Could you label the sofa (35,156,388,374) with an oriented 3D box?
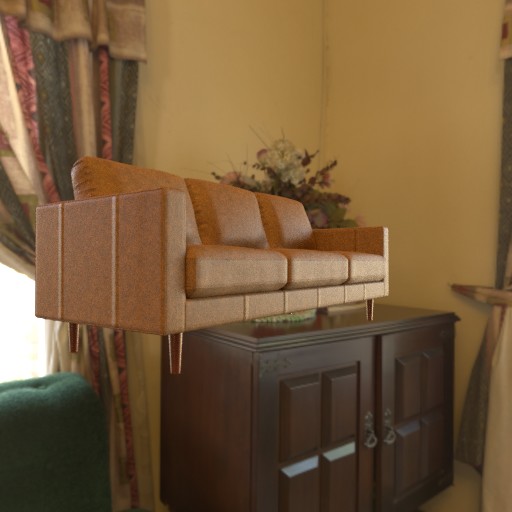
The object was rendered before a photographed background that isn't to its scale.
[{"bbox_3d":[0.000,0.000,2.678,0.903,0.930,2.231,-1,-1,36],"label":"sofa"}]
